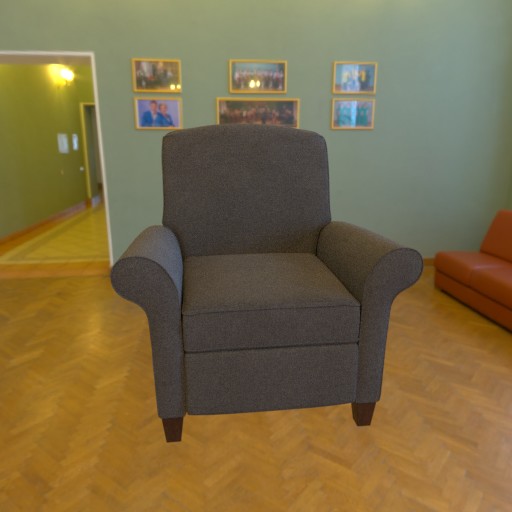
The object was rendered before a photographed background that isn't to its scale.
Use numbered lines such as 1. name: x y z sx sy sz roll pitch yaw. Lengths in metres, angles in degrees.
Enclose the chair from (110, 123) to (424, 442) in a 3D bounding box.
1. chair: 0.000 0.000 1.792 0.978 1.061 0.905 -2 14 -7
